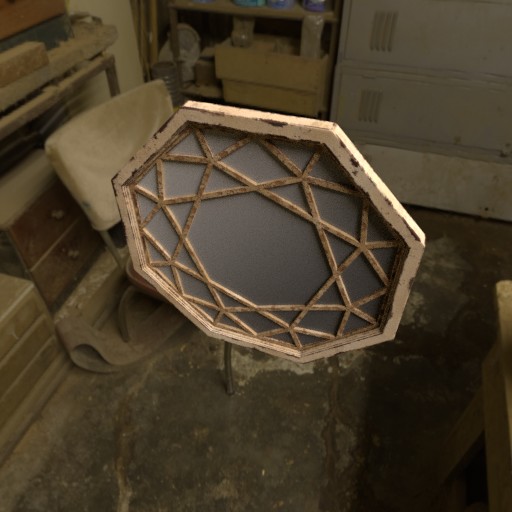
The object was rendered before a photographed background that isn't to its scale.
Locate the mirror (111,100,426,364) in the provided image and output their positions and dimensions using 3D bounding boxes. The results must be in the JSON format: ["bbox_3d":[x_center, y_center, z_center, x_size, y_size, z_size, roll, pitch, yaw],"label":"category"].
[{"bbox_3d":[0.000,0.000,0.967,0.648,0.648,0.031,13,44,14],"label":"mirror"}]
